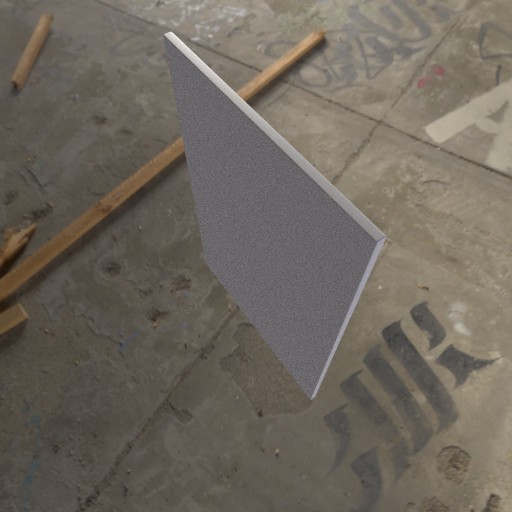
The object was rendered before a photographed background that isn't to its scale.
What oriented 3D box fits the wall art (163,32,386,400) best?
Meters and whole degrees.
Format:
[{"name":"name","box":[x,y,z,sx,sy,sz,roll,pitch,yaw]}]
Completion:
[{"name":"wall art","box":[0.000,0.000,0.612,0.011,0.482,0.329,-31,63,-18]}]
